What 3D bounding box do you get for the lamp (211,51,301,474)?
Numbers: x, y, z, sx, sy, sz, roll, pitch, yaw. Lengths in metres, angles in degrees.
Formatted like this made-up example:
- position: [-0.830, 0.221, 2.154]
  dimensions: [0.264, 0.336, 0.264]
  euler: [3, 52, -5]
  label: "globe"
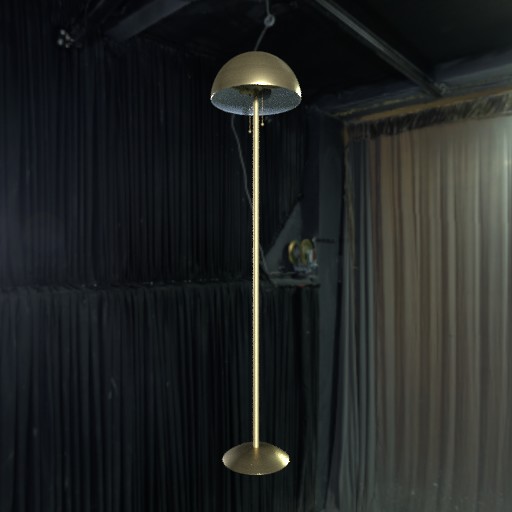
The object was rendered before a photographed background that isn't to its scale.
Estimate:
- position: [0.000, 0.000, 1.620]
  dimensions: [0.328, 1.480, 0.328]
  euler: [0, 0, 37]
  label: "lamp"
